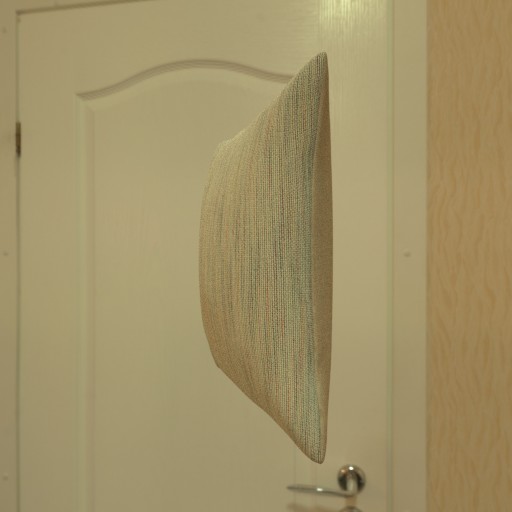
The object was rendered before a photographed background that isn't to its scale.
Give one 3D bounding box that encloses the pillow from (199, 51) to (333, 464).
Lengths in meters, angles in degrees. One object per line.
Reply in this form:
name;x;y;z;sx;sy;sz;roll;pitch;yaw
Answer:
pillow;0.000;0.000;0.777;0.178;0.506;0.512;0;0;-19
